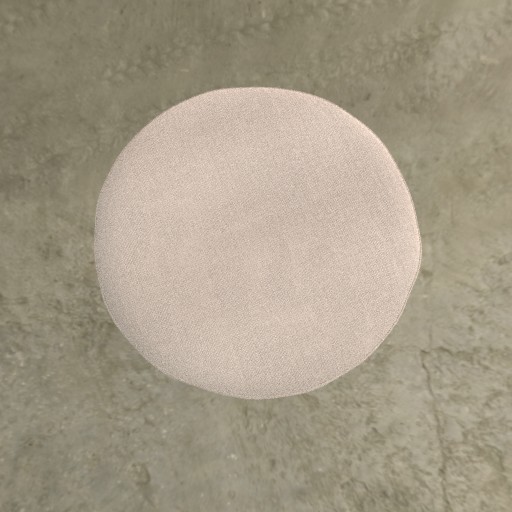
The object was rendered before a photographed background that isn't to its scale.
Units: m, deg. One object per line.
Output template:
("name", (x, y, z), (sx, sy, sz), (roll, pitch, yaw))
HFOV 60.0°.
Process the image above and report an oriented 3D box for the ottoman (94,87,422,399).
("ottoman", (0.000, 0.000, 0.831), (0.497, 0.409, 0.497), (0, 76, 0))
